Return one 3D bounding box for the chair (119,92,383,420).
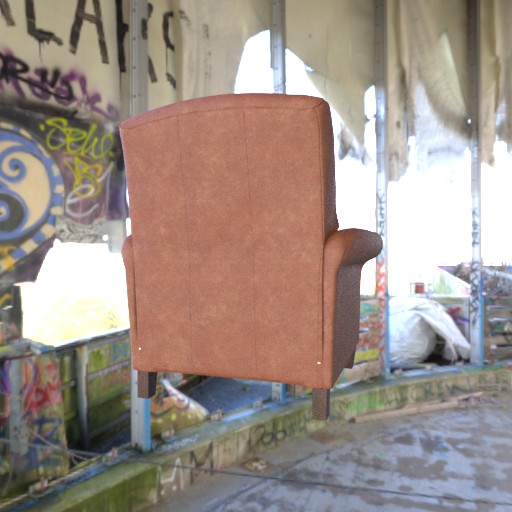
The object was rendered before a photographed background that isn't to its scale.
[{"bbox_3d":[0.000,0.000,1.856,0.978,1.061,0.902,0,0,19],"label":"chair"}]
